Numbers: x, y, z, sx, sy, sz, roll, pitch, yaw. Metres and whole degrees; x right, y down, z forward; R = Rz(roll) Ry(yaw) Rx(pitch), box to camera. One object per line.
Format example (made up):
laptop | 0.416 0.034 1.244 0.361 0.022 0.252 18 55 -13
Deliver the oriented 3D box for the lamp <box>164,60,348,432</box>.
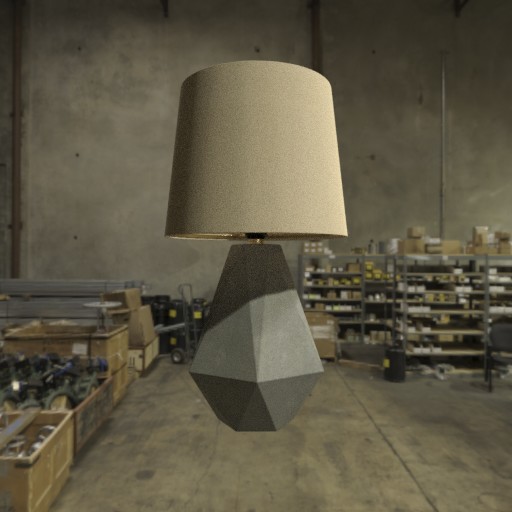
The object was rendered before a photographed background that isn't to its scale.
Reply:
lamp | 0.000 0.000 0.682 0.276 0.501 0.276 0 0 0
